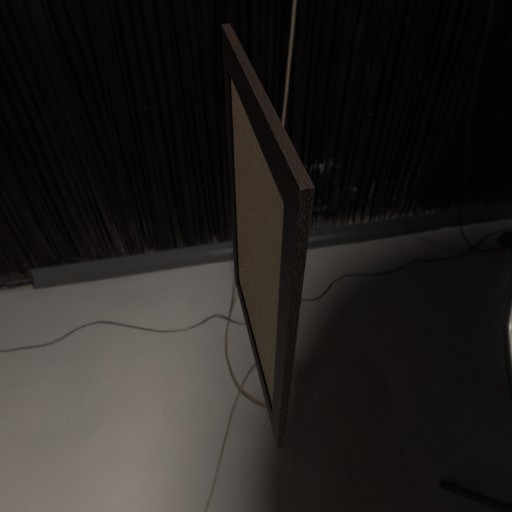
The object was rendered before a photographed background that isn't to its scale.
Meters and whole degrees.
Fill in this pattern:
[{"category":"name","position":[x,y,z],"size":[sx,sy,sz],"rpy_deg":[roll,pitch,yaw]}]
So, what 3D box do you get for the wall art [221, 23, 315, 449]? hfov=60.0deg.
[{"category":"wall art","position":[0.000,0.000,0.637],"size":[0.013,0.508,0.359],"rpy_deg":[-9,47,-9]}]
